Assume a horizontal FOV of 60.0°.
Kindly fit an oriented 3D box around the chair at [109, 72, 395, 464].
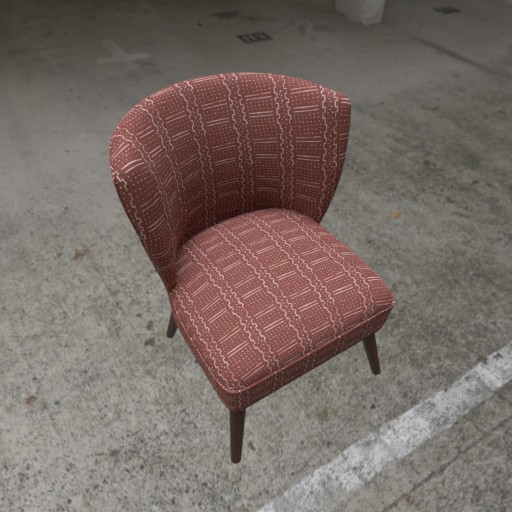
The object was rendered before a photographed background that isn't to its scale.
[{"bbox_3d":[0.000,0.000,1.395,0.706,0.866,0.758,-24,50,-21],"label":"chair"}]
